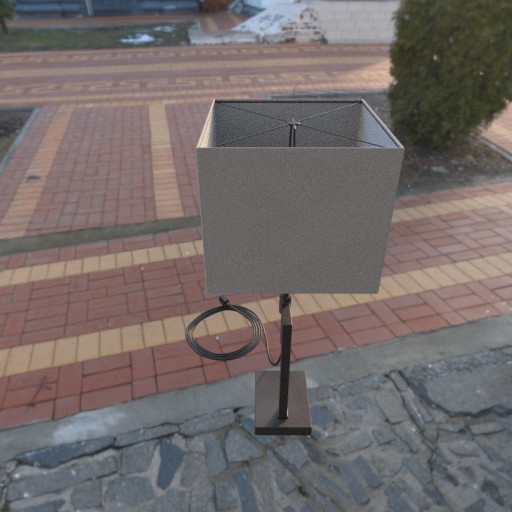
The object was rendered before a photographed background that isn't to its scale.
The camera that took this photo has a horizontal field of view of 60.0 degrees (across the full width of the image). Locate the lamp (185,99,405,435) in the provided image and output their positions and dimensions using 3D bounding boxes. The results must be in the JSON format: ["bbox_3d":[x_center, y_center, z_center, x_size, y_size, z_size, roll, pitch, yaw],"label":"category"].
[{"bbox_3d":[0.000,0.000,0.980,0.399,0.660,0.504,0,32,0],"label":"lamp"}]
